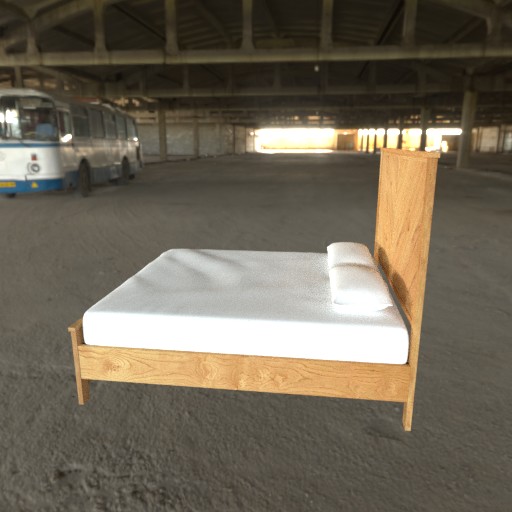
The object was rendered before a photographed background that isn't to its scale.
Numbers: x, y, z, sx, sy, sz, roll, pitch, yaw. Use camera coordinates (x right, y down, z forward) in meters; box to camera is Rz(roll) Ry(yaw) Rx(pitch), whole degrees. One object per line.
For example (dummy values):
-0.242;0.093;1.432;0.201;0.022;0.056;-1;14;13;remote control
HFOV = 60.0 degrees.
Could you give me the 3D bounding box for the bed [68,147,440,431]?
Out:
0.000;0.000;3.595;2.201;1.686;1.936;2;15;7;bed
